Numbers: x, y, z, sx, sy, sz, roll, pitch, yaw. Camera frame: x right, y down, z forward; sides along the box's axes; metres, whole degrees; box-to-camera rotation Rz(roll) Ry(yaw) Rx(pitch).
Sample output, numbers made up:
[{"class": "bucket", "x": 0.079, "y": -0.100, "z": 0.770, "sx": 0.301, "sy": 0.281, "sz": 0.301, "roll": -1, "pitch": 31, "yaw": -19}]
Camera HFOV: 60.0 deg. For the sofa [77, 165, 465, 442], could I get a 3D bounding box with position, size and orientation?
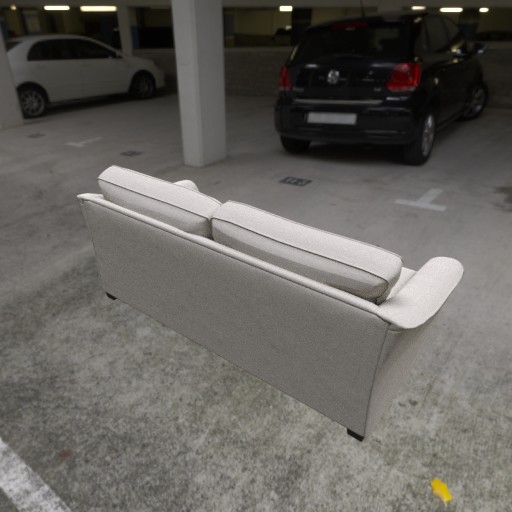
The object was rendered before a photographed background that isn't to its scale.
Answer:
[{"class": "sofa", "x": 0.000, "y": 0.000, "z": 2.765, "sx": 2.270, "sy": 0.965, "sz": 0.980, "roll": 21, "pitch": 36, "yaw": 32}]
